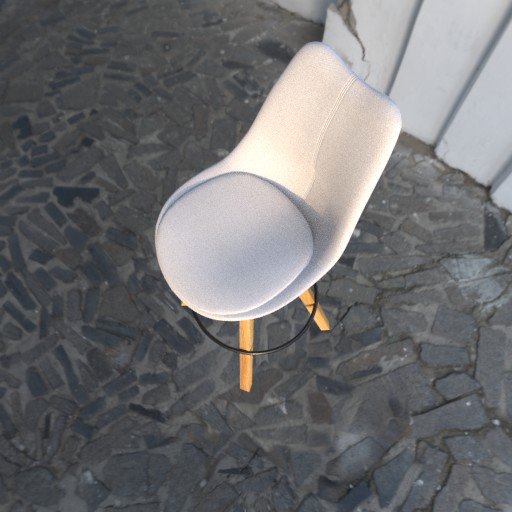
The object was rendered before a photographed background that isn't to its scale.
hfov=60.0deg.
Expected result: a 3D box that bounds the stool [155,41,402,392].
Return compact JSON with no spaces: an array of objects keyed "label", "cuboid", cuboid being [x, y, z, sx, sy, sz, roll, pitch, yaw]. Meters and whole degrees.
[{"label":"stool","cuboid":[0.000,0.000,1.356,0.550,1.115,0.484,-34,69,-15]}]
